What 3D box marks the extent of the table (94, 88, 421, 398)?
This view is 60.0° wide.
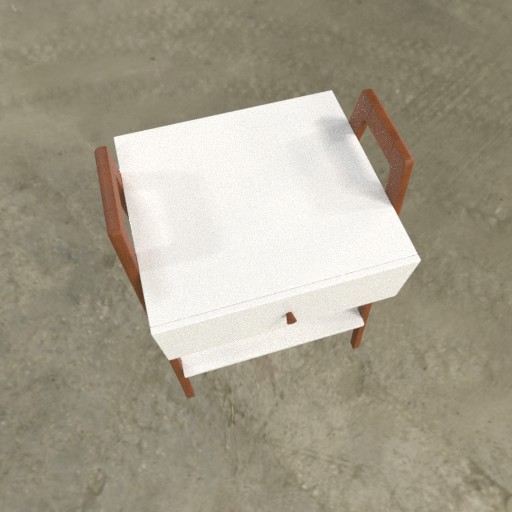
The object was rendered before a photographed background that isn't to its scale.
[{"bbox_3d":[0.000,0.000,0.921,0.457,0.610,0.405,-15,63,-8],"label":"table"}]
